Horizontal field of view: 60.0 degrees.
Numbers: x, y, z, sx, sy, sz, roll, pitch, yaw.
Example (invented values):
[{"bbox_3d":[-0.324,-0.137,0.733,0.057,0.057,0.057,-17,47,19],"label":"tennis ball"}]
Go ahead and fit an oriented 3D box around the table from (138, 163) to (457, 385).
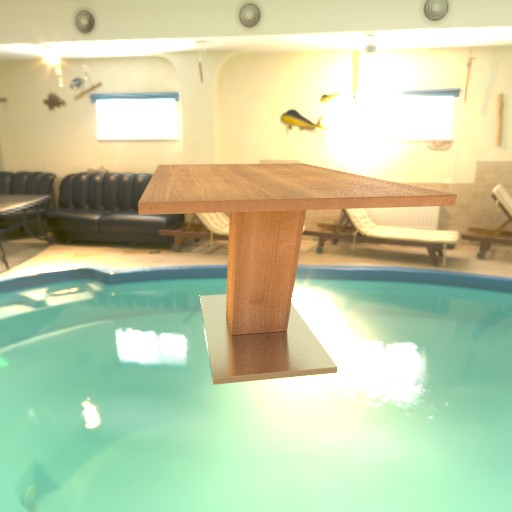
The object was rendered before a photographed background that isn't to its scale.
[{"bbox_3d":[0.000,0.000,2.068,0.900,0.750,1.600,-3,15,-10],"label":"table"}]
